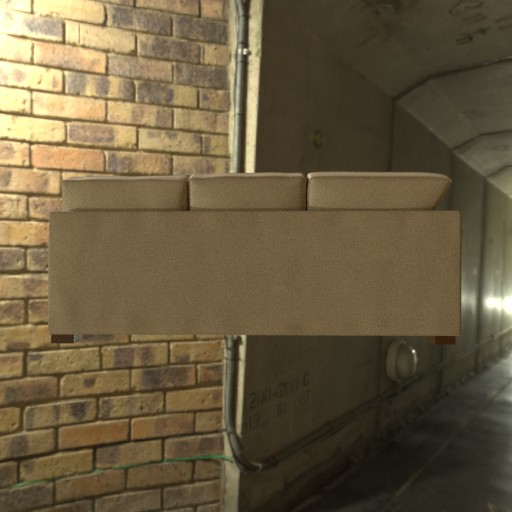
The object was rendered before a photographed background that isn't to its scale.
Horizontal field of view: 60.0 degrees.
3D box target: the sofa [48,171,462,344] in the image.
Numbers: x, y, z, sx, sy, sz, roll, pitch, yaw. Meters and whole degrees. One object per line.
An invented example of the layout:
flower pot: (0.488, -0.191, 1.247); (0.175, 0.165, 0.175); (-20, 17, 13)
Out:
sofa: (0.000, 0.000, 3.418); (2.189, 0.939, 2.182); (0, 0, 1)
